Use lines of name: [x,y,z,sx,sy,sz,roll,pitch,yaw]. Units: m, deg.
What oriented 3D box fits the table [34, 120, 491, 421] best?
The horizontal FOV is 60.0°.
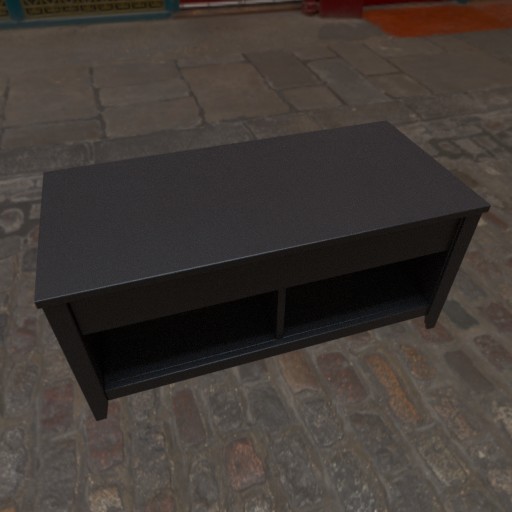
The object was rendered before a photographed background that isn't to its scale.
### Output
table: [0.000,0.000,1.257,1.016,0.457,0.483,-12,43,-13]
